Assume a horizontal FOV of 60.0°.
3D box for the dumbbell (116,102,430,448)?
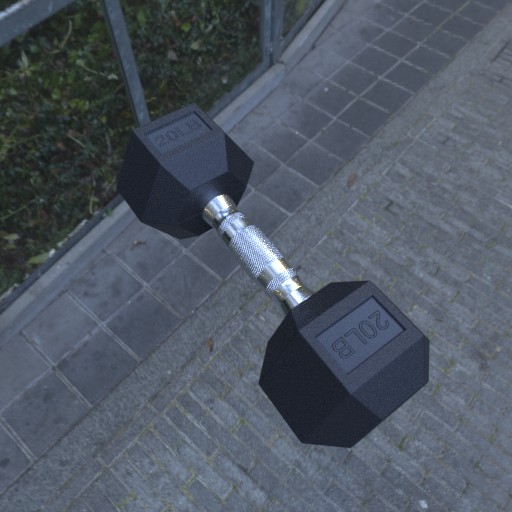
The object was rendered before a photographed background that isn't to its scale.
[{"bbox_3d":[0.000,0.000,0.320,0.106,0.092,0.272,-31,63,-18],"label":"dumbbell"}]
